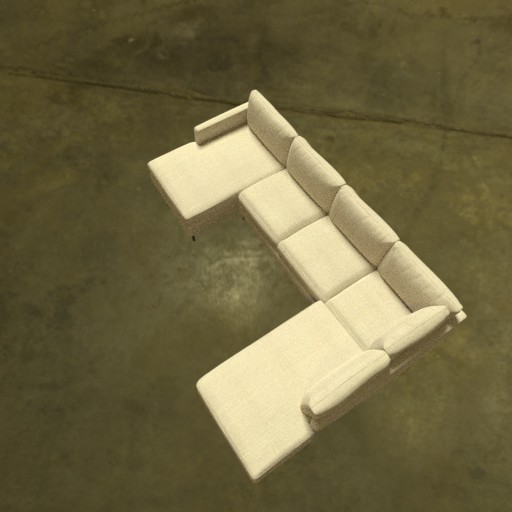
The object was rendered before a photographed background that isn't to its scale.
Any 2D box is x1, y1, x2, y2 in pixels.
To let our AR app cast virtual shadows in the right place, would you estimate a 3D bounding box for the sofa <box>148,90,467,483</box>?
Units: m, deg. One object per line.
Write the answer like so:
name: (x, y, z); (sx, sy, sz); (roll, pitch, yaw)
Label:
sofa: (0.000, 0.000, 3.613); (1.879, 0.756, 2.737); (-30, 66, -15)
